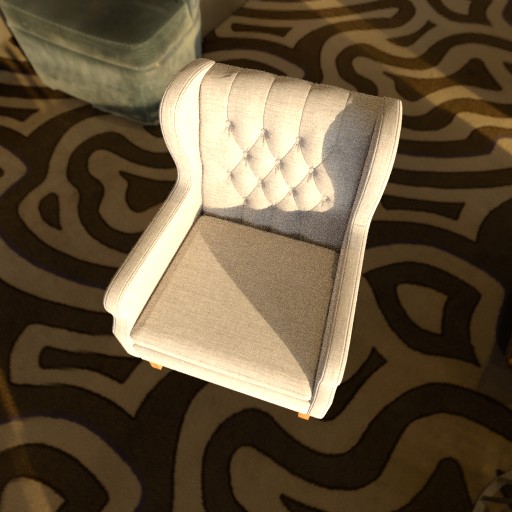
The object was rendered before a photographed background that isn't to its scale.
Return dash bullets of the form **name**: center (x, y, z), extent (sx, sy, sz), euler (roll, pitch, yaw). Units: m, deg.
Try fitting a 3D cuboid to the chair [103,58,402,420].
- **chair**: center (0.000, 0.000, 1.476), extent (0.710, 0.930, 0.760), euler (16, 60, 10)
